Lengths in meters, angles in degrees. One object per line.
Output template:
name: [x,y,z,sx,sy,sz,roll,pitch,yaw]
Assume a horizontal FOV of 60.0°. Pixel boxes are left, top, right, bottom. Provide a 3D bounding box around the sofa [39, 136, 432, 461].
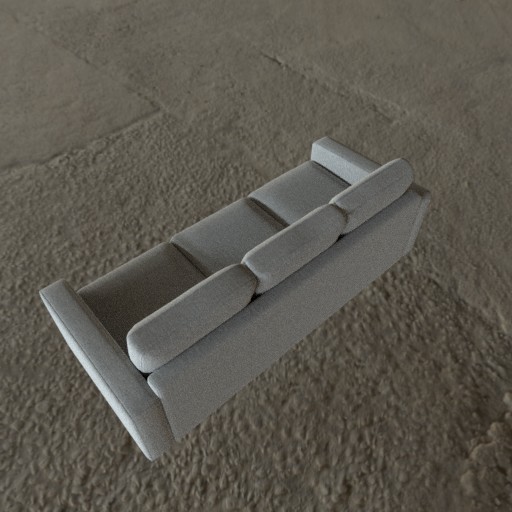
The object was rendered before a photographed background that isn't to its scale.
sofa: [0.000,0.000,2.555,2.120,0.800,0.900,-33,55,-27]
